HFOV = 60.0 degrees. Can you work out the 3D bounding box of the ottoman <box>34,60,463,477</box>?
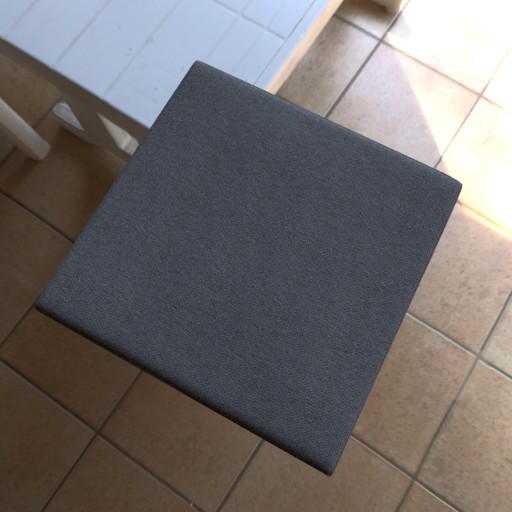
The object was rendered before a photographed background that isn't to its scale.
[{"bbox_3d":[0.000,0.000,1.487,0.981,0.378,0.970,27,78,7],"label":"ottoman"}]
